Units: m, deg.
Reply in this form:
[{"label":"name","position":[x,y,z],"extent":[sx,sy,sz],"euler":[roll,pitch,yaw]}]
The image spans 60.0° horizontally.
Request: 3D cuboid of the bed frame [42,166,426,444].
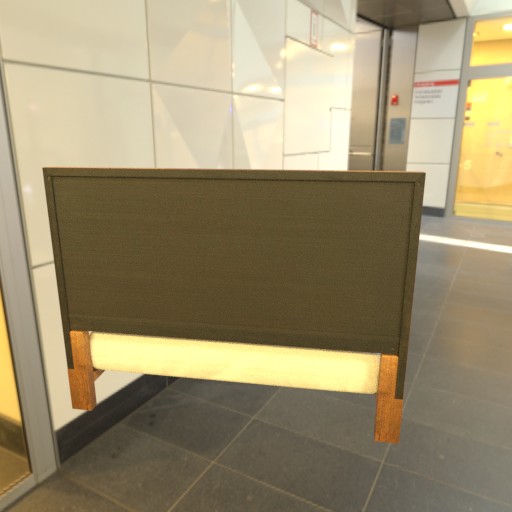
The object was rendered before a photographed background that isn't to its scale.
[{"label":"bed frame","position":[0.000,0.000,3.566],"extent":[2.038,1.537,2.235],"euler":[3,16,9]}]
